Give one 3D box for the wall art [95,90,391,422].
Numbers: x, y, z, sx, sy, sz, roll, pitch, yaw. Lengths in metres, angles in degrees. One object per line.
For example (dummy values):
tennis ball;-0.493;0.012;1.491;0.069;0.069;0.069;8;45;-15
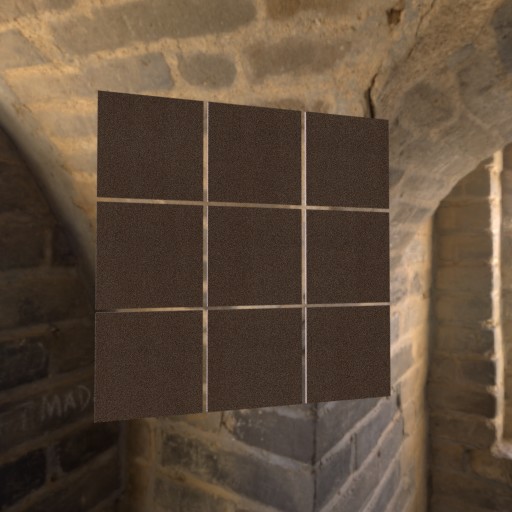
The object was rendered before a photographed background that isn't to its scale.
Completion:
wall art;0.000;0.000;1.794;1.219;1.218;0.013;0;-1;-16
